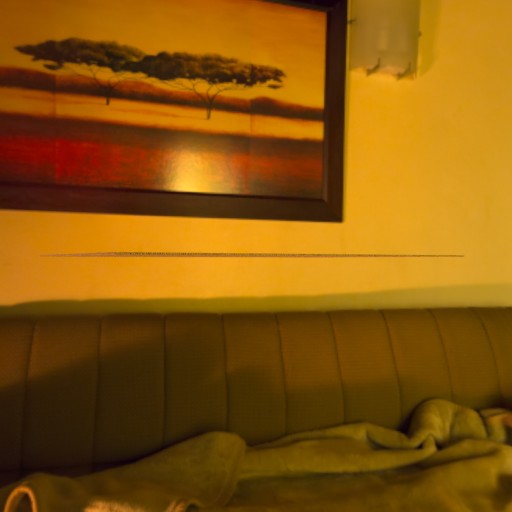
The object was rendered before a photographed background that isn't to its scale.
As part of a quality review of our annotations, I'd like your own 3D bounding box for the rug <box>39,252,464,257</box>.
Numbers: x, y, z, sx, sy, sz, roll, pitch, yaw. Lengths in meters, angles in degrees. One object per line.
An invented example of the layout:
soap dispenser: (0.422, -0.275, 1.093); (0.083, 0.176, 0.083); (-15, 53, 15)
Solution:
rug: (0.000, 0.000, 2.180); (1.752, 0.006, 1.142); (0, -1, -35)
